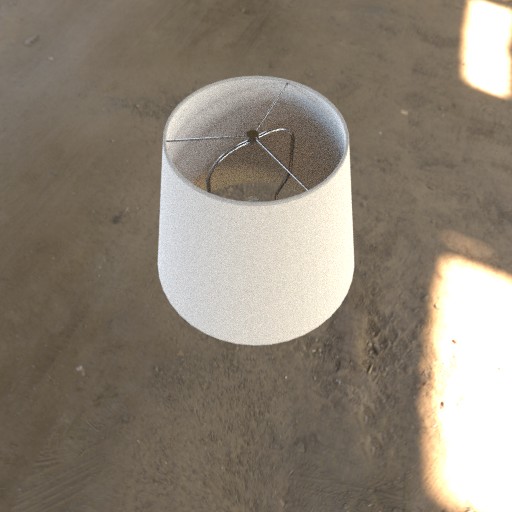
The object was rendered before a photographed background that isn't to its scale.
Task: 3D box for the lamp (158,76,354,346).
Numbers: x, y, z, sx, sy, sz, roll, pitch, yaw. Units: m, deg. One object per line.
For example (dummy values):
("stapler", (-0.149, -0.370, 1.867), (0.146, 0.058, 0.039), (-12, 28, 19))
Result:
("lamp", (0.000, 0.000, 0.814), (0.355, 0.582, 0.355), (0, 57, 0))
